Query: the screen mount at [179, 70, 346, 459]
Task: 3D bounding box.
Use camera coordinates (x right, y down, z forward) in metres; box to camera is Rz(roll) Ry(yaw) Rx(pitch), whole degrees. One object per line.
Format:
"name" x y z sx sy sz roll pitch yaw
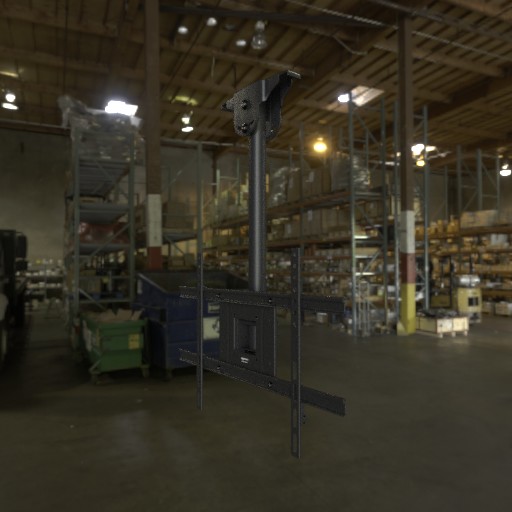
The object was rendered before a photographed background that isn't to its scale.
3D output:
"screen mount" 0.000 0.000 1.024 0.090 0.775 0.595 1 -2 -38
